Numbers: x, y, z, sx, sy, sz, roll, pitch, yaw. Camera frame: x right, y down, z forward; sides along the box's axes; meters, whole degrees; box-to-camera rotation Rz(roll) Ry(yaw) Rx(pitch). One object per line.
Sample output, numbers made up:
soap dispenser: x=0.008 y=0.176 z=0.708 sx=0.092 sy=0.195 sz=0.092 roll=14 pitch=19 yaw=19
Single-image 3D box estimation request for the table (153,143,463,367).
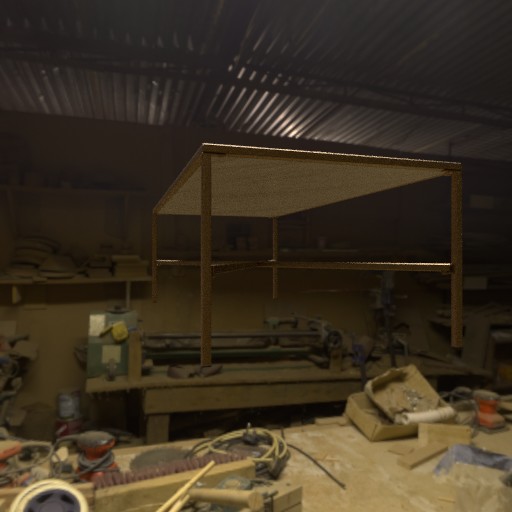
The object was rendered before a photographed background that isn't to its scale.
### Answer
table: x=0.000 y=0.000 z=1.457 sx=0.577 sy=0.405 sz=1.197 roll=0 pitch=0 yaw=-17
